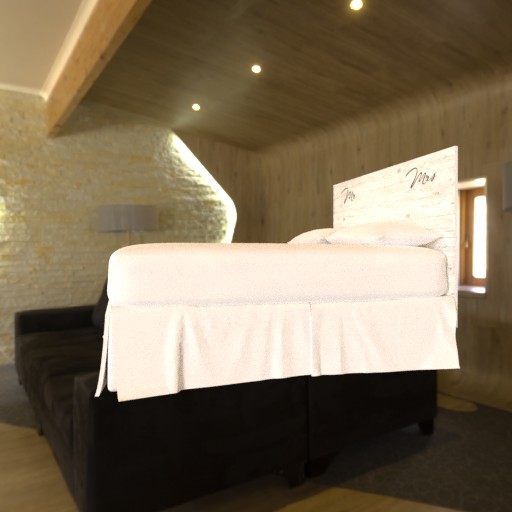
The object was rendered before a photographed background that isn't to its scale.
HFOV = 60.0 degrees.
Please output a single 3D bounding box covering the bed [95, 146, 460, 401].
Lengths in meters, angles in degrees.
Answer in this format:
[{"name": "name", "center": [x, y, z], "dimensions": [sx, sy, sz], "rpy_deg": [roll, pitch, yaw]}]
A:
[{"name": "bed", "center": [0.000, 0.000, 3.111], "dimensions": [2.094, 1.335, 1.745], "rpy_deg": [0, 0, -17]}]
